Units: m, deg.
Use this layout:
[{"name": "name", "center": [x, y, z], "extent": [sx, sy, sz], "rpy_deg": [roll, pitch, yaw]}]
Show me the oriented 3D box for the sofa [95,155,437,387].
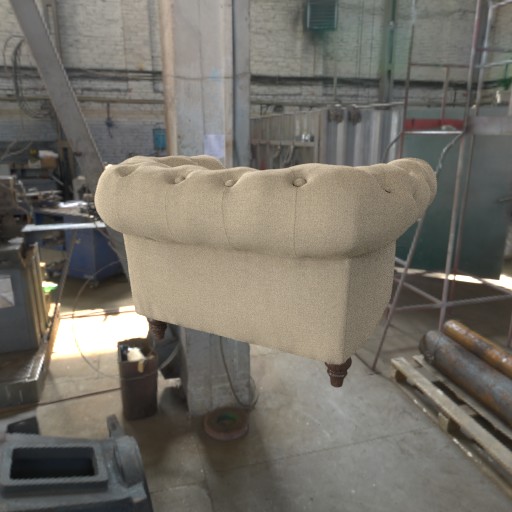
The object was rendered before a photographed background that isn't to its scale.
[{"name": "sofa", "center": [0.000, 0.000, 2.020], "extent": [1.405, 0.878, 1.034], "rpy_deg": [8, 17, 27]}]
